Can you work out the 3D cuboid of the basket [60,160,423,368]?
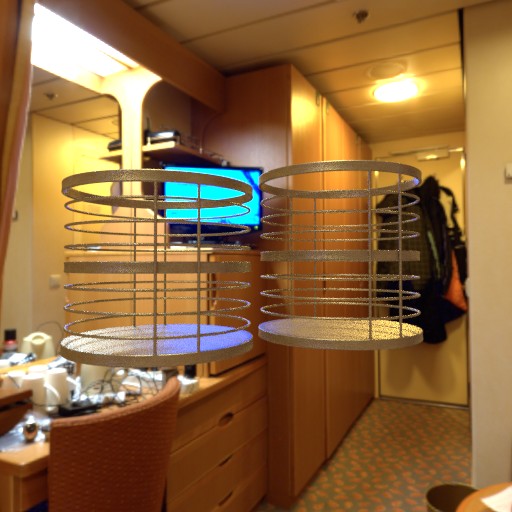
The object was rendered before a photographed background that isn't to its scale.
[{"bbox_3d":[0.000,0.000,0.925,0.746,0.351,0.356,0,-1,-20],"label":"basket"}]
